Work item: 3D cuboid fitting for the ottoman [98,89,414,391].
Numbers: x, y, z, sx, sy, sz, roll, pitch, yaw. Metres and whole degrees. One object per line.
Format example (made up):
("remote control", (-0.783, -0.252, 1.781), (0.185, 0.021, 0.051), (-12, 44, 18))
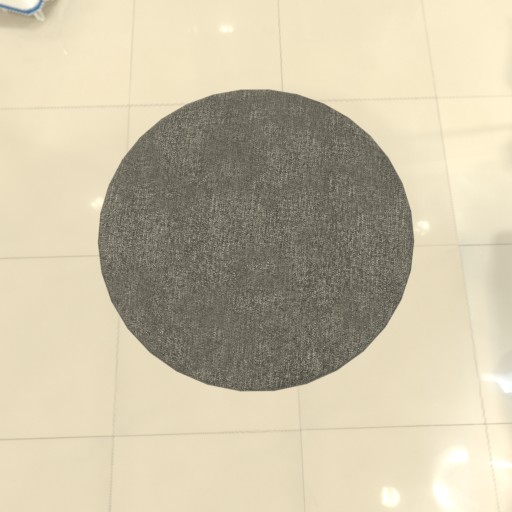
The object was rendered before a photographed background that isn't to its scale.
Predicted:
("ottoman", (0.000, 0.000, 0.876), (0.500, 0.419, 0.500), (0, 75, 0))
